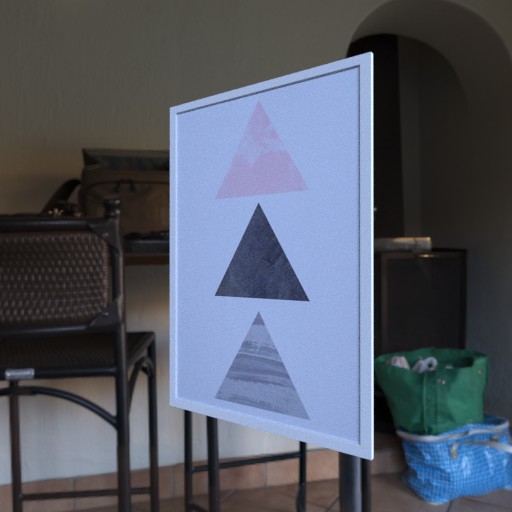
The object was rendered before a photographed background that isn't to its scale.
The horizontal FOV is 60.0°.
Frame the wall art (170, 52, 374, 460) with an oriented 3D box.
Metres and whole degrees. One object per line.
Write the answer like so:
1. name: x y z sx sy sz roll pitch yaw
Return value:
1. wall art: 0.000 0.000 1.215 0.659 0.940 0.013 0 0 35
